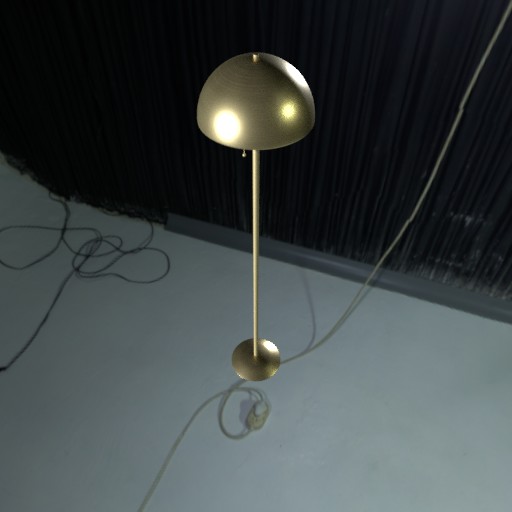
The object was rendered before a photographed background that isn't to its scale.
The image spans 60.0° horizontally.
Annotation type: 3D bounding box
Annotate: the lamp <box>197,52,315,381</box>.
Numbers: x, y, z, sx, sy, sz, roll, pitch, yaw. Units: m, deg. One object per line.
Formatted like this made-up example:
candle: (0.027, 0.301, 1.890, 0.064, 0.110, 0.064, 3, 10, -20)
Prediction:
lamp: (0.000, 0.000, 1.655, 0.328, 1.480, 0.328, 11, 48, 10)
